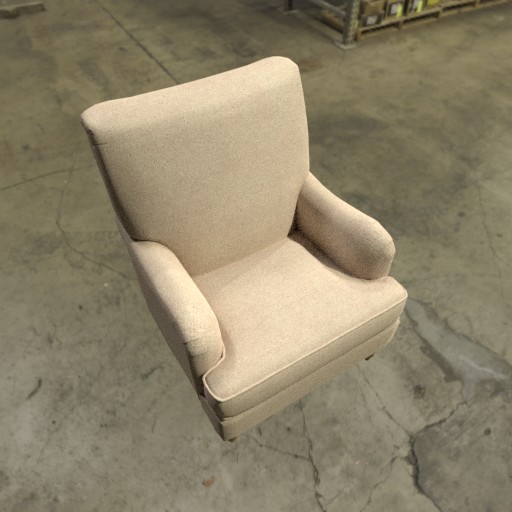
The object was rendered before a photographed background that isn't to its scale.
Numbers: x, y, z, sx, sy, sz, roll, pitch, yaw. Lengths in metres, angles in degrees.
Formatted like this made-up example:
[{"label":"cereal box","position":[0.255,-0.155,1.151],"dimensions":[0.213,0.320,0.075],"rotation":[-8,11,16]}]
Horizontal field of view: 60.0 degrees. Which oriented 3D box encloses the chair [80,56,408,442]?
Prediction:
[{"label":"chair","position":[0.000,0.000,1.774],"dimensions":[0.879,1.119,0.953],"rotation":[-24,52,-21]}]
